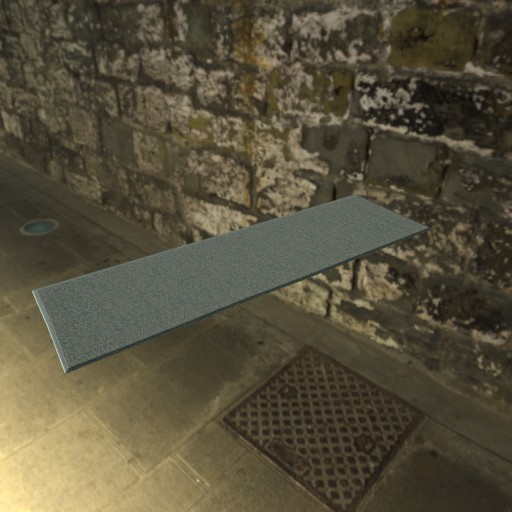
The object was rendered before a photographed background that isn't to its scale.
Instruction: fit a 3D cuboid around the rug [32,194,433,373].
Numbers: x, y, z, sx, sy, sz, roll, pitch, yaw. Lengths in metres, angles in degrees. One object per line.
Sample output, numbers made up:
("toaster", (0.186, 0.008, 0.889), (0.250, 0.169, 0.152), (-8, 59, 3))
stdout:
("rug", (0.000, 0.000, 2.459), (2.196, 0.011, 0.662), (-19, 35, -29))
